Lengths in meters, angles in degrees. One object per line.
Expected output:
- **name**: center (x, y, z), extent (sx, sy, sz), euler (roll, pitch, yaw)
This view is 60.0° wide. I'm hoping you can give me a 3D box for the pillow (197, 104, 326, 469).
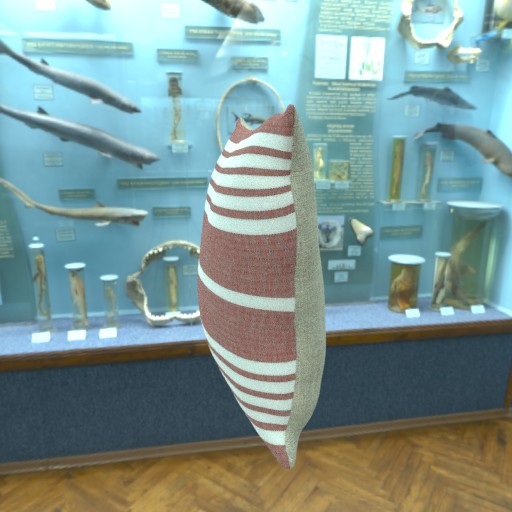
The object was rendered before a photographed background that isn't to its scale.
- **pillow**: center (0.000, 0.000, 0.684), extent (0.182, 0.427, 0.439), euler (-2, 15, -8)
